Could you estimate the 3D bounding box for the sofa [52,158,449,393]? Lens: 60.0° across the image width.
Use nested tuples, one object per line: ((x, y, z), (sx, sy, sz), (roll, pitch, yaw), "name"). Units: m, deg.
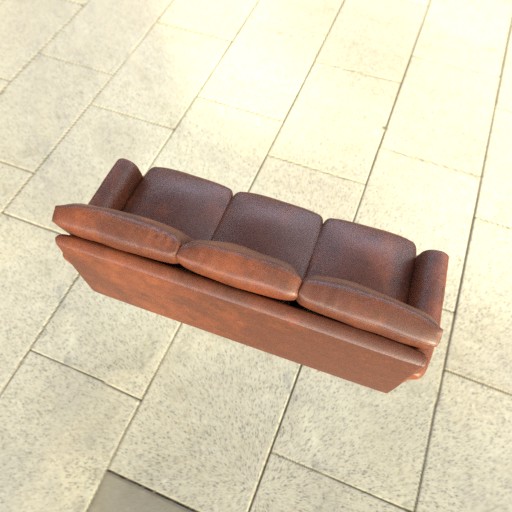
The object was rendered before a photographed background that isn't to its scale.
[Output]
((0.000, 0.000, 2.894), (2.351, 0.977, 0.973), (17, 63, 9), "sofa")
